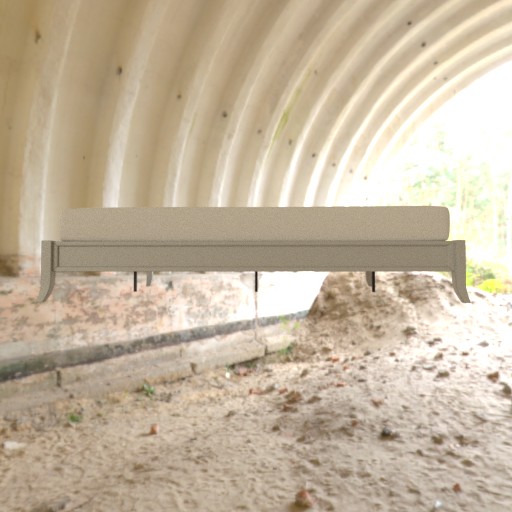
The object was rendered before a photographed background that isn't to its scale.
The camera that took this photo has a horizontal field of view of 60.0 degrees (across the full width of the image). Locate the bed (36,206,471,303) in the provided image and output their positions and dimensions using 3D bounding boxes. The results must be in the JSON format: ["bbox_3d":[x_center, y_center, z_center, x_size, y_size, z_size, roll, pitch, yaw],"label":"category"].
[{"bbox_3d":[0.000,0.000,3.156,2.108,0.510,2.007,0,-2,1],"label":"bed"}]
